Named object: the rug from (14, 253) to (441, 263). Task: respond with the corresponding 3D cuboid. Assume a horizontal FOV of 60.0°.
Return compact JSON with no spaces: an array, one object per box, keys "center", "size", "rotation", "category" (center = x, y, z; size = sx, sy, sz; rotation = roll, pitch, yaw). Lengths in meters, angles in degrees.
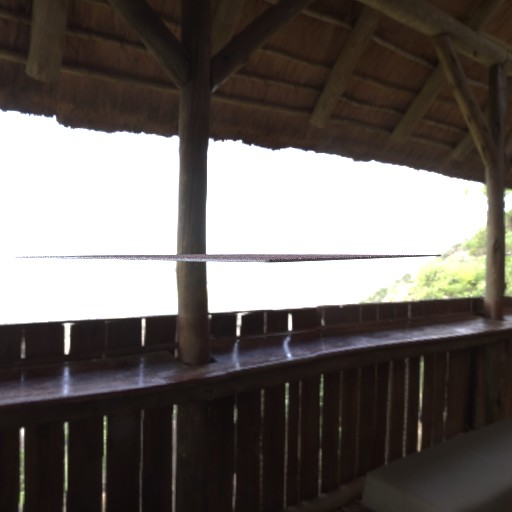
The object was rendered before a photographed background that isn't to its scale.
[{"center":[0.000,0.000,4.018],"size":[2.447,0.017,3.123],"rotation":[1,1,36],"category":"rug"}]
